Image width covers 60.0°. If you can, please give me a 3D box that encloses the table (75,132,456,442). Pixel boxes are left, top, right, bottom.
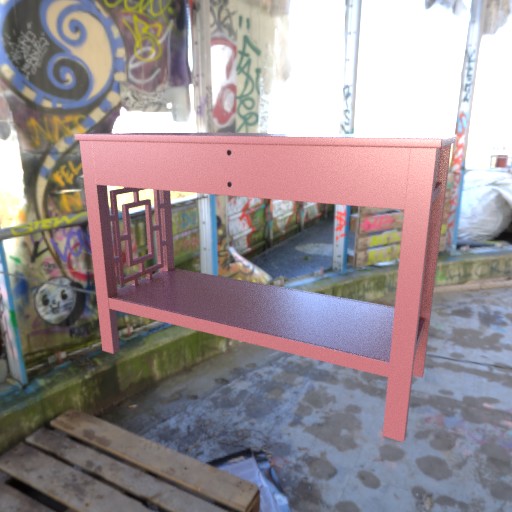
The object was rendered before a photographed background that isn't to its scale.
[{"bbox_3d":[0.000,0.000,1.422,1.068,0.753,0.397,8,18,26],"label":"table"}]
